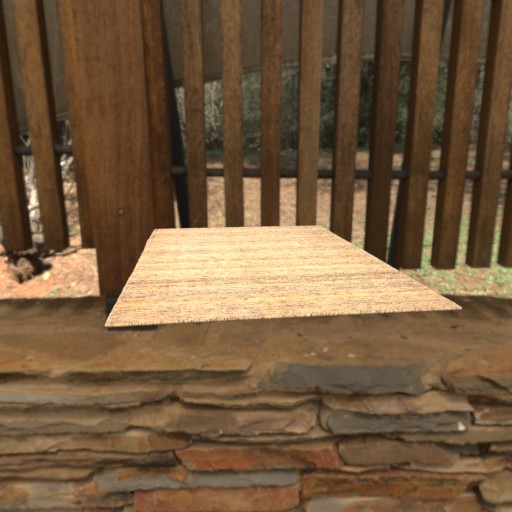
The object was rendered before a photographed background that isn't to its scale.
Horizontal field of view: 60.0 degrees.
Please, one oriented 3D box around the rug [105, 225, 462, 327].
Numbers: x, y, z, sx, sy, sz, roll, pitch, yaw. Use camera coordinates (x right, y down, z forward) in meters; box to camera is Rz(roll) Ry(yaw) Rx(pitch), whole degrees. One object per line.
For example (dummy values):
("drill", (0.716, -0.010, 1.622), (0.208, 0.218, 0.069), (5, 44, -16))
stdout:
("rug", (0.000, 0.000, 2.388), (1.243, 0.014, 1.846), (-2, 13, -7))
